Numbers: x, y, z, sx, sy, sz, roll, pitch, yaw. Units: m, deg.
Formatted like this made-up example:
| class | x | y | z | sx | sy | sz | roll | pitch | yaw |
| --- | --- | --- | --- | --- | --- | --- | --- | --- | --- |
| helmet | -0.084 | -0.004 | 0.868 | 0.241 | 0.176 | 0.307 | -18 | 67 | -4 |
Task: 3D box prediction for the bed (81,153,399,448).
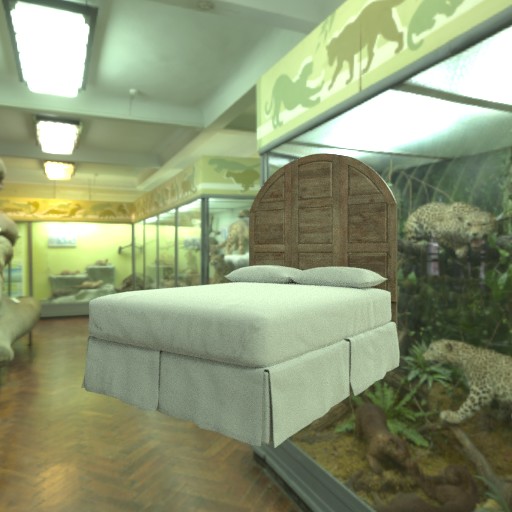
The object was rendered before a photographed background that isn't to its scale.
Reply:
| class | x | y | z | sx | sy | sz | roll | pitch | yaw |
| --- | --- | --- | --- | --- | --- | --- | --- | --- | --- |
| bed | 0.000 | 0.000 | 3.571 | 1.713 | 2.002 | 2.112 | 0 | 0 | 36 |
